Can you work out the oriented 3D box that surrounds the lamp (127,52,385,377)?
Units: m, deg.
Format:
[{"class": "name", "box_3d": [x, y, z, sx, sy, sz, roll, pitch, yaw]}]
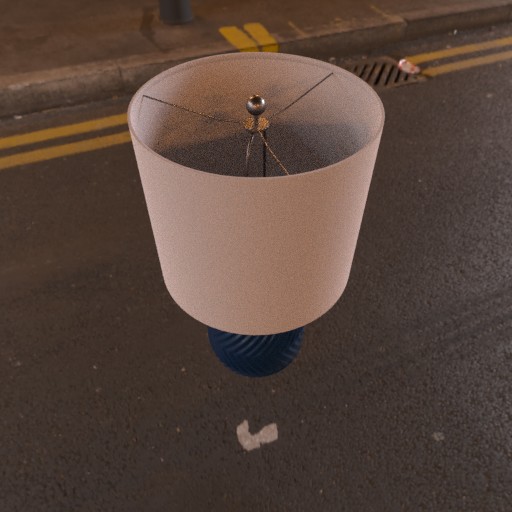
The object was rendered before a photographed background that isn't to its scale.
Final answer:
[{"class": "lamp", "box_3d": [0.000, 0.000, 0.485, 0.203, 0.368, 0.203, 11, 47, 10]}]
